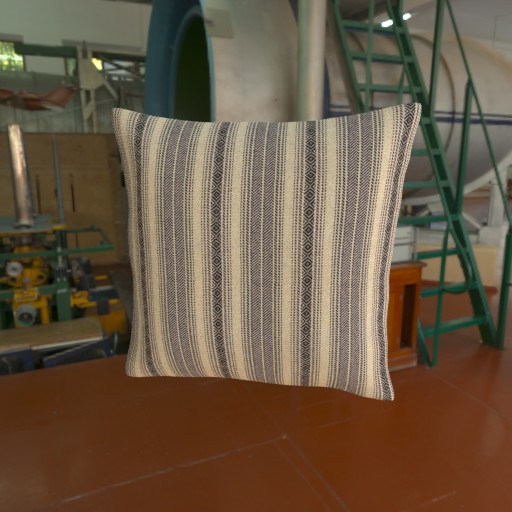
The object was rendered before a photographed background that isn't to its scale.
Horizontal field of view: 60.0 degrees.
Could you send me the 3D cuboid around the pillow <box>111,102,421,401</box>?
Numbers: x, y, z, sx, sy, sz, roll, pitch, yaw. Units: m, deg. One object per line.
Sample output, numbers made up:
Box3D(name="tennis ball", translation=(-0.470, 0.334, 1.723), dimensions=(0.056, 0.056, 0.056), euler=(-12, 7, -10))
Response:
Box3D(name="pillow", translation=(0.000, 0.000, 0.784), dimensions=(0.520, 0.508, 0.166), euler=(2, 13, 10))
